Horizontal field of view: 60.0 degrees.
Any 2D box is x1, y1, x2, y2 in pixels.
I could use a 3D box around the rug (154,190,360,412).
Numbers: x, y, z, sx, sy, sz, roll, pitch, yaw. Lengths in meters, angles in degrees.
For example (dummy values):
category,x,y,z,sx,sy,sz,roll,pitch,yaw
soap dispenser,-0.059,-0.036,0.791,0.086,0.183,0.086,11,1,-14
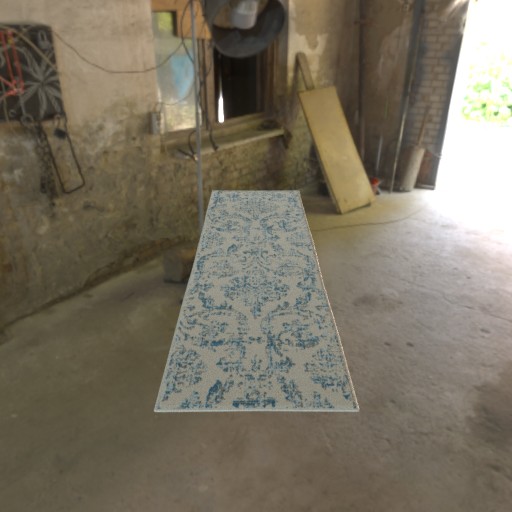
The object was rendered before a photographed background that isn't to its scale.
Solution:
category,x,y,z,sx,sy,sz,roll,pitch,yaw
rug,0.000,0.000,2.399,0.662,0.011,2.196,0,27,0
